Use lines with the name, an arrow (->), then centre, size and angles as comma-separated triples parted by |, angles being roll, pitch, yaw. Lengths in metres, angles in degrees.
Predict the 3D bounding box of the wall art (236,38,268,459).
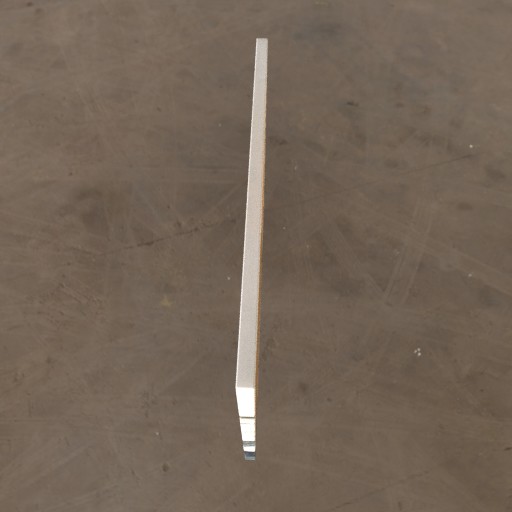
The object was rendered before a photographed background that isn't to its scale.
wall art -> 0.000, 0.000, 1.599 | 0.039, 0.915, 1.219 | 2, 57, 1
